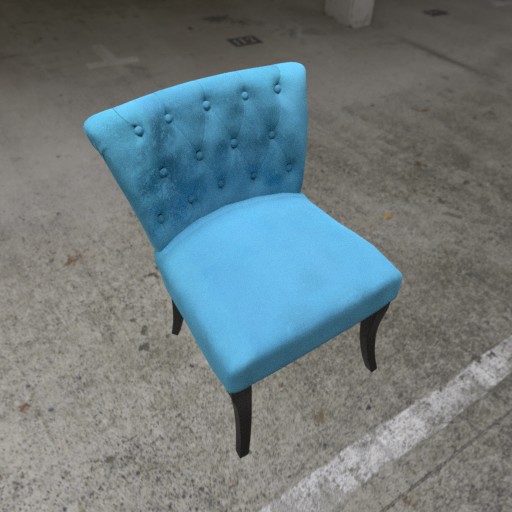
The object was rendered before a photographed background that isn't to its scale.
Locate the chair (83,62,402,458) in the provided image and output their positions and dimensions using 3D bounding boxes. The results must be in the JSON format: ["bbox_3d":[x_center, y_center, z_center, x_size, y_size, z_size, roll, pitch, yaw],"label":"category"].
[{"bbox_3d":[0.000,0.000,1.172,0.582,0.750,0.605,-25,50,-22],"label":"chair"}]
